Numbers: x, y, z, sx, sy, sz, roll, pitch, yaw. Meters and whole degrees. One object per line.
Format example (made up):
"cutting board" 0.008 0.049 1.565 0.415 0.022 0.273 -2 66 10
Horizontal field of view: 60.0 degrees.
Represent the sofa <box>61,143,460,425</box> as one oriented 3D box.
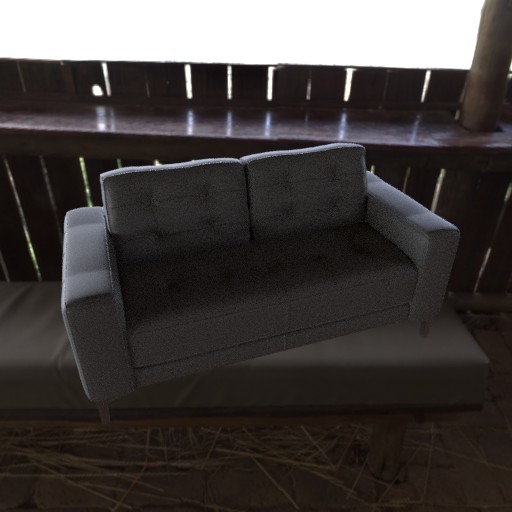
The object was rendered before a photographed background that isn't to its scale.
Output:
"sofa" 0.000 0.000 2.178 1.726 0.892 0.833 -10 33 -16
